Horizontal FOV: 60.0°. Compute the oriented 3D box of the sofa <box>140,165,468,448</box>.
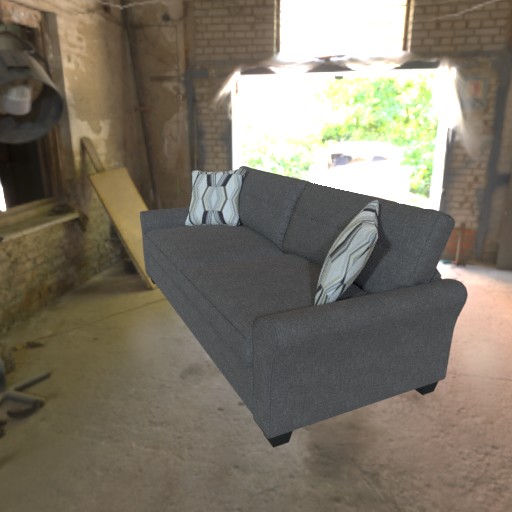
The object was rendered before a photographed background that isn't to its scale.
[{"bbox_3d":[0.000,0.000,2.457,0.889,0.813,2.032,-8,19,-25],"label":"sofa"}]
